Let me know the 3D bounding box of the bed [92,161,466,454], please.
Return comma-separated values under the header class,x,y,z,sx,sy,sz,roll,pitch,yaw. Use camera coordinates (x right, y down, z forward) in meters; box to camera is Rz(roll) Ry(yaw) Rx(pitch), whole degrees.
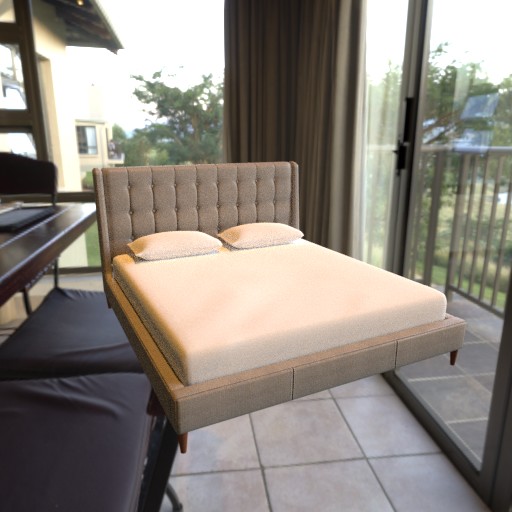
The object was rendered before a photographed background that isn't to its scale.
class,x,y,z,sx,sy,sz,roll,pitch,yaw
bed,0.000,0.000,3.502,2.062,1.289,2.342,-8,17,-26
